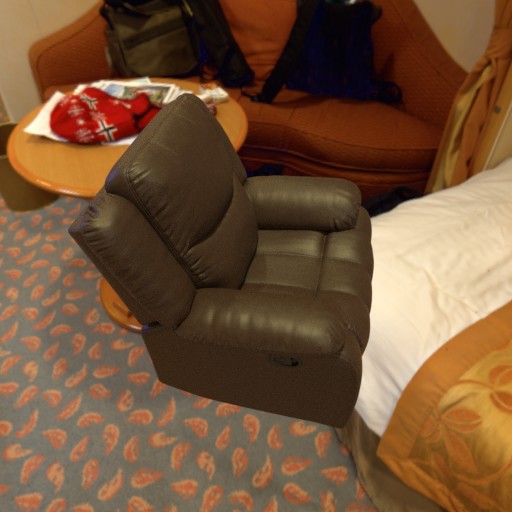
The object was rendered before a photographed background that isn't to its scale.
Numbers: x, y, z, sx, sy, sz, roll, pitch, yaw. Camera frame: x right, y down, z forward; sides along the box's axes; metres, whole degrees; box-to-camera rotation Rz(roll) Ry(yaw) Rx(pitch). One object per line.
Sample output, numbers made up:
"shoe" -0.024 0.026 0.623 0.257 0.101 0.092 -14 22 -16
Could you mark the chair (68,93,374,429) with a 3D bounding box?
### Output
"chair" 0.000 0.000 1.712 0.934 1.009 0.899 9 45 9
